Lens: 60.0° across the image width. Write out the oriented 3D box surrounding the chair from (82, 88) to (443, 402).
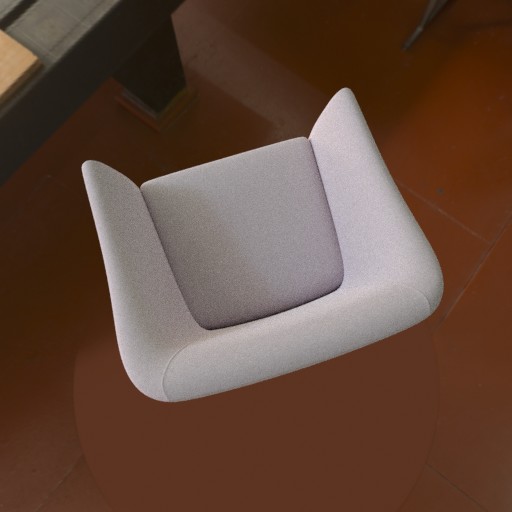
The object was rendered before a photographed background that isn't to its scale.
[{"bbox_3d":[0.000,0.000,1.358,0.790,0.720,0.700,-17,76,-4],"label":"chair"}]
